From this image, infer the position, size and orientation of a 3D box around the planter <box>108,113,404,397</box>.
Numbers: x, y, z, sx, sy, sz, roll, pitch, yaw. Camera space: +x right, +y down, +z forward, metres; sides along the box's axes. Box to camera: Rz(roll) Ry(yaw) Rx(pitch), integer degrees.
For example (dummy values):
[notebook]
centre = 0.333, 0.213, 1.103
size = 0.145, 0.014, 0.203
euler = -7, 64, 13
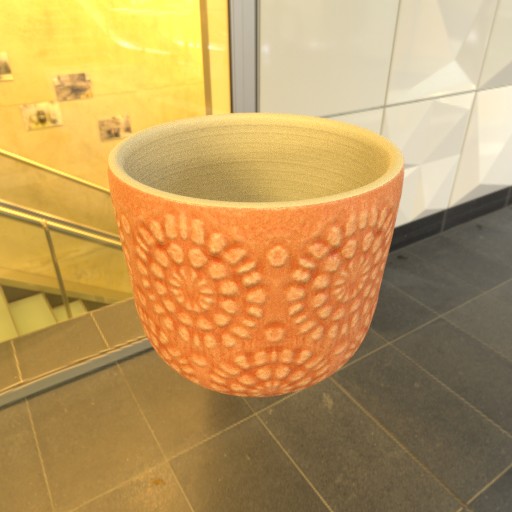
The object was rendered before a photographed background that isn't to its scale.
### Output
[planter]
centre = 0.000, 0.000, 0.217
size = 0.124, 0.109, 0.124
euler = 0, 31, 0
